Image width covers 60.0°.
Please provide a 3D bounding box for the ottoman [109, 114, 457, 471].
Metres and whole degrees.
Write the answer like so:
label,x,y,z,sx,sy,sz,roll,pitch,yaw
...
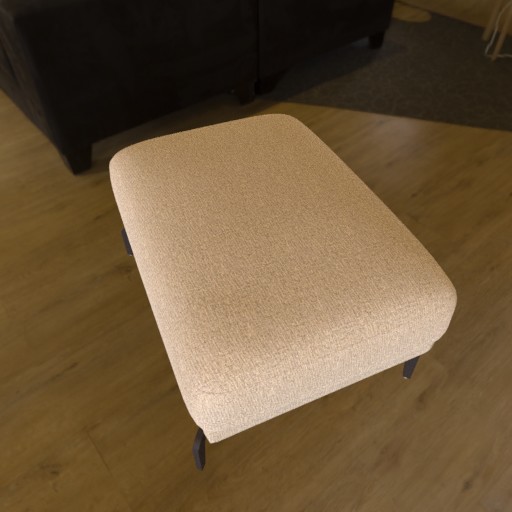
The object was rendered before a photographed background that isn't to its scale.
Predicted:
label,x,y,z,sx,sy,sz,roll,pitch,yaw
ottoman,0.000,0.000,1.084,0.568,0.420,0.772,-17,49,-16
